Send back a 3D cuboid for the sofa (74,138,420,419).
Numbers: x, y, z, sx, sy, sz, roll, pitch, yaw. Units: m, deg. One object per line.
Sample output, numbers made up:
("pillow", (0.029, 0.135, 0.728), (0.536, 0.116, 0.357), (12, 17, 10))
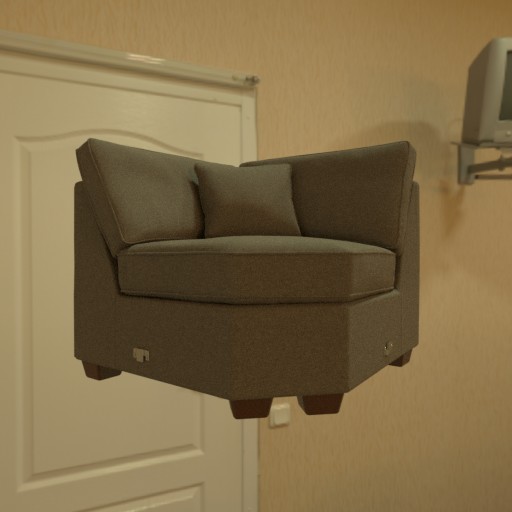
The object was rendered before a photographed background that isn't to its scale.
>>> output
("sofa", (0.000, 0.000, 1.805), (1.042, 0.951, 1.050), (1, 1, 36))
